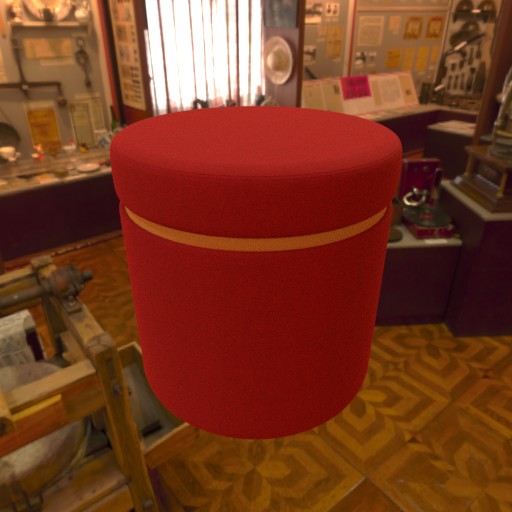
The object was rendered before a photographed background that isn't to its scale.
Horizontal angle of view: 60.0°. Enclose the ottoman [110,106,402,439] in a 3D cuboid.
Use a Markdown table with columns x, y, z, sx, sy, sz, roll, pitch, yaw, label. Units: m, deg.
| x | y | z | sx | sy | sz | roll | pitch | yaw | label |
| --- | --- | --- | --- | --- | --- | --- | --- | --- | --- |
| 0.000 | 0.000 | 0.714 | 0.400 | 0.406 | 0.400 | 0 | 28 | 0 | ottoman |
